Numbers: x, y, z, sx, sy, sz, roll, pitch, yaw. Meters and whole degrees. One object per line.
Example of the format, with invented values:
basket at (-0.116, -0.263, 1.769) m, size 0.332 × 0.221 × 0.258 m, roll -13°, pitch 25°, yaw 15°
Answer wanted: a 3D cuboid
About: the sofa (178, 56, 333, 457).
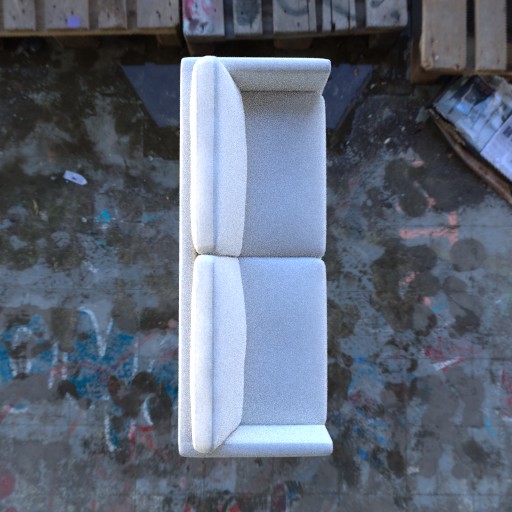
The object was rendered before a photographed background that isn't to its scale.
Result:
sofa at (0.000, 0.000, 2.945) m, size 0.948 × 0.965 × 2.434 m, roll 0°, pitch 88°, yaw -1°
